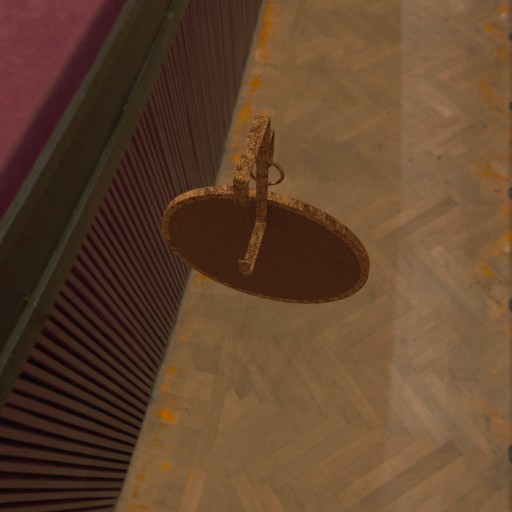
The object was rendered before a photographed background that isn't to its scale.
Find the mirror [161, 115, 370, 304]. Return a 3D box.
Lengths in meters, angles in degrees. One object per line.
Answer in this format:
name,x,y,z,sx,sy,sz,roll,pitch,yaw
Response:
mirror,0.000,0.000,0.836,0.447,0.651,0.144,13,63,7
